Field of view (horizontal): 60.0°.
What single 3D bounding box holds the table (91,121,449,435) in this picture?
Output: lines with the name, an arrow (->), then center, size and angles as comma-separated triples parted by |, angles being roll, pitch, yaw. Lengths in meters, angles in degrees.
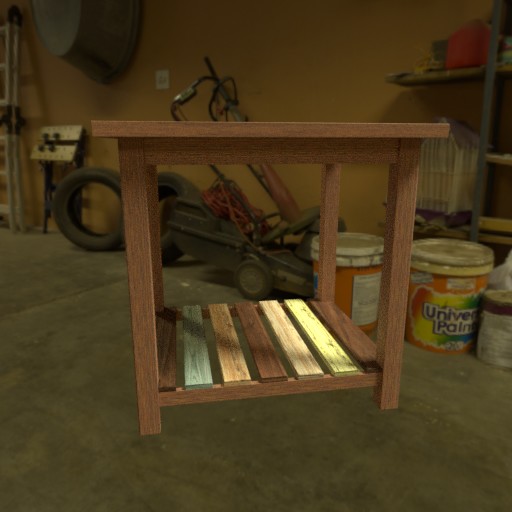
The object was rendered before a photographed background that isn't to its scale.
table -> 0.000, 0.000, 1.144 | 0.660, 0.635, 0.559 | -2, 14, -10
